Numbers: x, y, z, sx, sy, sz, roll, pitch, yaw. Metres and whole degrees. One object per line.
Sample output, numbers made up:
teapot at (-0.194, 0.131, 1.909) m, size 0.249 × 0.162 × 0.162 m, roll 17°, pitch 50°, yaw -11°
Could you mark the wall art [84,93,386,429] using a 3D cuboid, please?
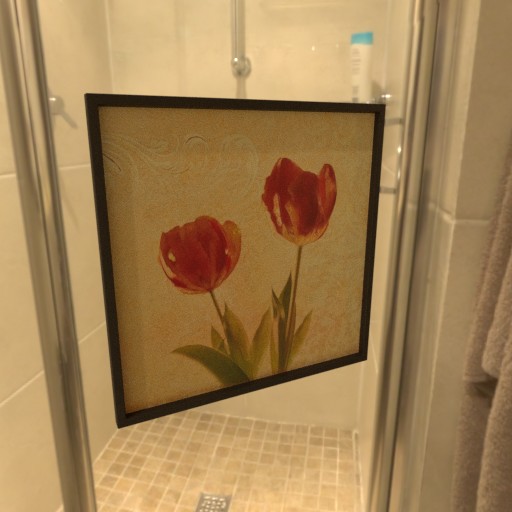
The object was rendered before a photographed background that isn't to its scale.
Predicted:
wall art at (0.000, 0.000, 1.212) m, size 0.805 × 0.807 × 0.043 m, roll -7°, pitch 17°, yaw -25°
